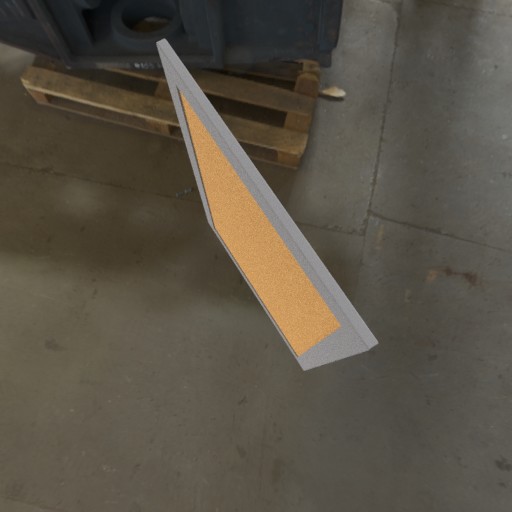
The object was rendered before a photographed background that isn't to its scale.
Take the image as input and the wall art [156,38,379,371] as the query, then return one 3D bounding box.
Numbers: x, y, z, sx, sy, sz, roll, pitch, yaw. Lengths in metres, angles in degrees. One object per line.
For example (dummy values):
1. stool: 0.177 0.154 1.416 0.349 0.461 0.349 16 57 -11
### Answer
1. wall art: 0.000 0.000 0.673 0.012 0.529 0.374 -31 76 -9
